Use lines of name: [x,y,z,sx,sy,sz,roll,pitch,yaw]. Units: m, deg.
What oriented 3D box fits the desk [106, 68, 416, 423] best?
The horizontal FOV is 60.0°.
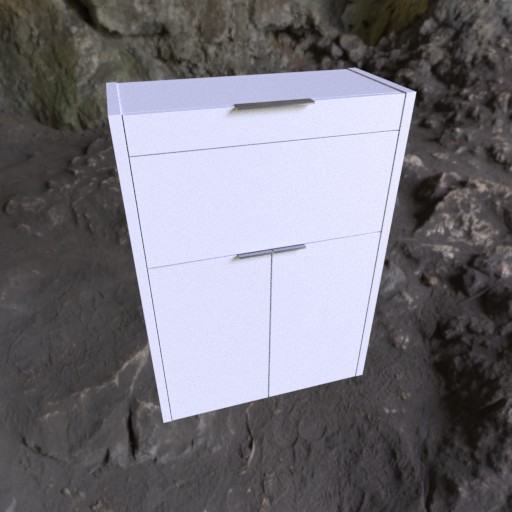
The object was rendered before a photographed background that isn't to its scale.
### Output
desk: [0.000,0.000,1.637,0.850,1.190,0.390,-9,34,-14]
